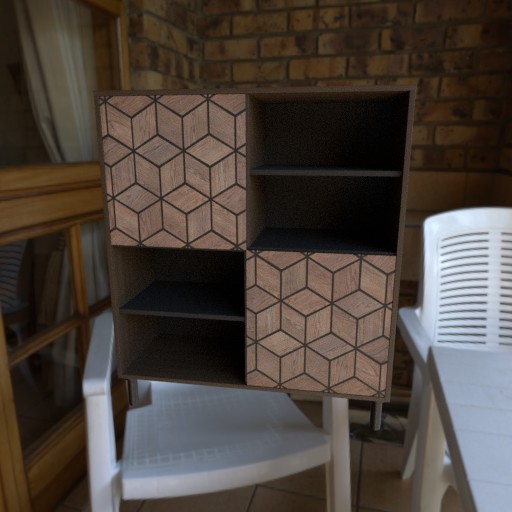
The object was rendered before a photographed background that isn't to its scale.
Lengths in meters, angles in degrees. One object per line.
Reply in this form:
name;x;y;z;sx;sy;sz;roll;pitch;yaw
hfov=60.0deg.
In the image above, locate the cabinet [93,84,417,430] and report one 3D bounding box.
cabinet;0.000;0.000;1.700;1.010;1.170;0.400;2;15;9
